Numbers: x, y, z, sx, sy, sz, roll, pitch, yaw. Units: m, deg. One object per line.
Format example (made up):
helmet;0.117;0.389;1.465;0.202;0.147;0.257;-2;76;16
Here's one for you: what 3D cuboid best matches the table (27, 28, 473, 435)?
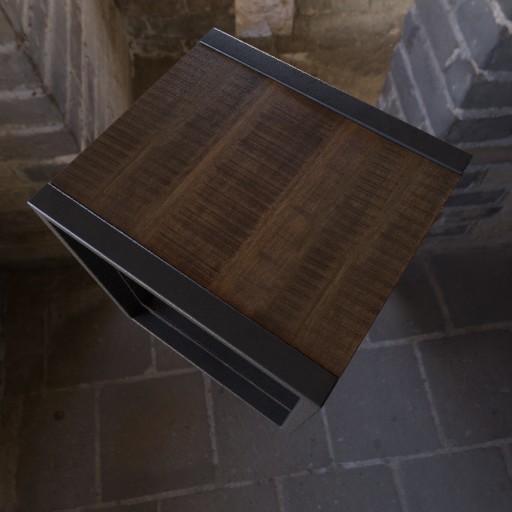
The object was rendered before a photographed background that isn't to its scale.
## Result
table;0.000;0.000;0.907;0.500;0.550;0.449;32;69;14
